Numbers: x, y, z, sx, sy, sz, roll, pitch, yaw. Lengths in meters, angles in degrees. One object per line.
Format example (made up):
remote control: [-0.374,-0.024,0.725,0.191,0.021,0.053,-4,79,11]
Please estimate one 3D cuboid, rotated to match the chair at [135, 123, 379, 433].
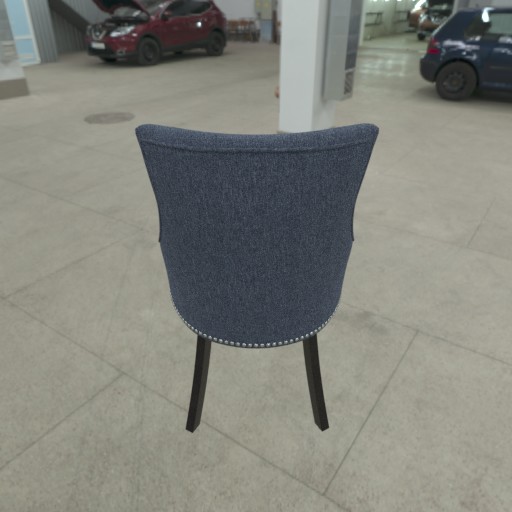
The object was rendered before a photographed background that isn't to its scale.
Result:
chair: [0.000,0.000,1.351,0.566,0.909,0.629,0,30,-1]
